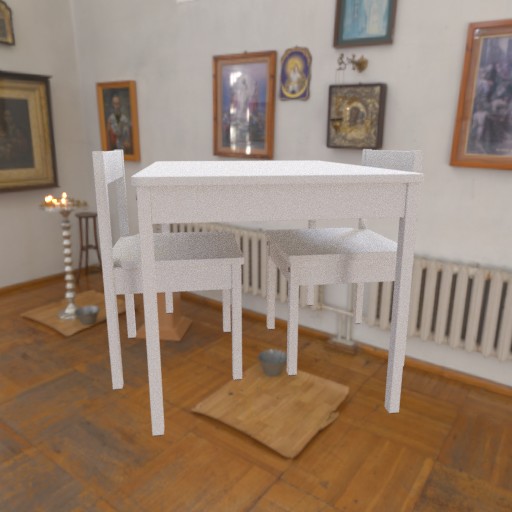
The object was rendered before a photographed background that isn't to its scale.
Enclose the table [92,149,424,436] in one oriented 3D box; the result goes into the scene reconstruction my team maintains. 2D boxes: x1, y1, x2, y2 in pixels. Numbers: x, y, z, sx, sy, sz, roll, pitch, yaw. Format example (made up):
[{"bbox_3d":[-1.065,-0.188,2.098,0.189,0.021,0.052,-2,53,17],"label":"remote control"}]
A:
[{"bbox_3d":[0.000,0.000,1.082,0.672,0.503,0.650,-2,14,-9],"label":"table"}]
